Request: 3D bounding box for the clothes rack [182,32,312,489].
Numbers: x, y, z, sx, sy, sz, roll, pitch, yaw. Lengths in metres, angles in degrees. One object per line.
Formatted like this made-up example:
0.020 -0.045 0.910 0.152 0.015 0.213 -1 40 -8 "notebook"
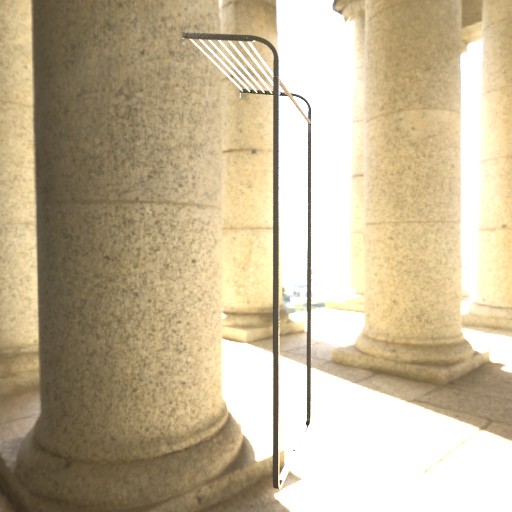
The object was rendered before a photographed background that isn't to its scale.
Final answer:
0.000 0.000 1.804 0.349 1.574 0.609 1 2 17 "clothes rack"
